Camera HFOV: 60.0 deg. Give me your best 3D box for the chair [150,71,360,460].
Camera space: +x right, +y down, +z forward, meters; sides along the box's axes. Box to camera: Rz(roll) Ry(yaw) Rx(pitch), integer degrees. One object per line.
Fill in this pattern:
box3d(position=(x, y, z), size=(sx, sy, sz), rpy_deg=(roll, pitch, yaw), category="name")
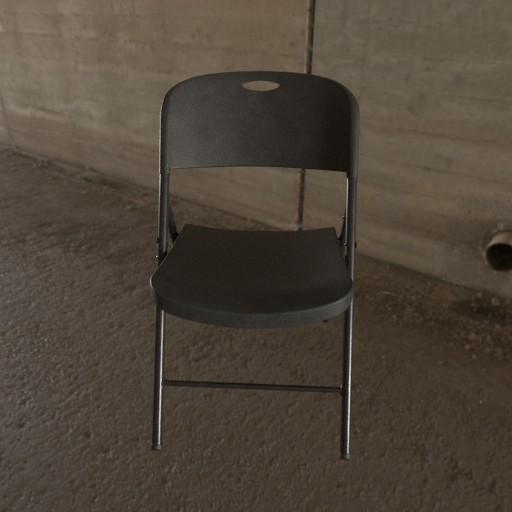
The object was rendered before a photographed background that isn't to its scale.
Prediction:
box3d(position=(0.000, 0.000, 1.127), size=(0.494, 0.810, 0.566), rpy_deg=(2, 29, 3), category="chair")
